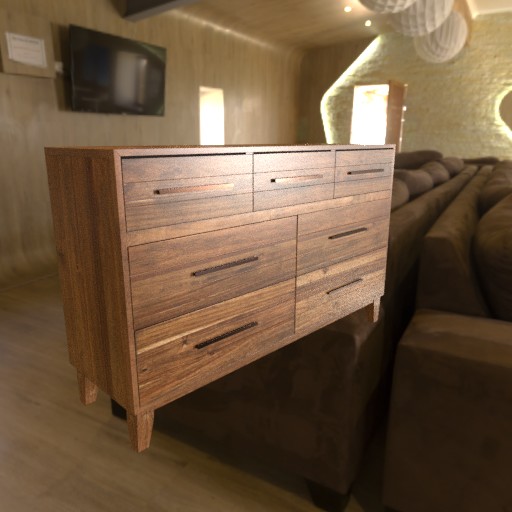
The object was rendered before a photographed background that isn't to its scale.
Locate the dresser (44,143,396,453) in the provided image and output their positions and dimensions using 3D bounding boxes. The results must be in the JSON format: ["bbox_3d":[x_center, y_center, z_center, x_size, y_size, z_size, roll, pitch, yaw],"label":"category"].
[{"bbox_3d":[0.000,0.000,1.799,0.446,0.873,1.400,14,20,43],"label":"dresser"}]
